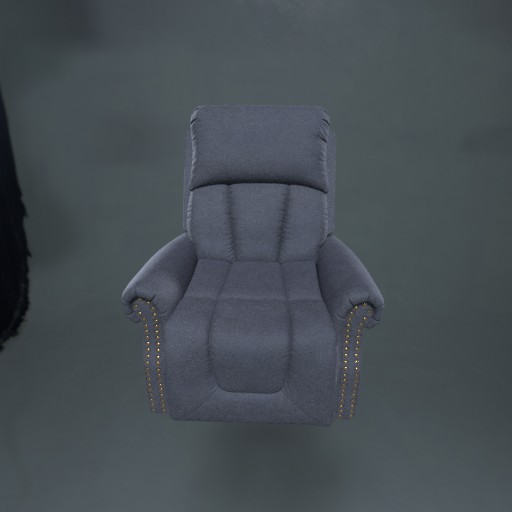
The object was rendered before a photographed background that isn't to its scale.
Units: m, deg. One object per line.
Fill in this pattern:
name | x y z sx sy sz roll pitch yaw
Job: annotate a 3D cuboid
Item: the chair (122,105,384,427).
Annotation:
chair | 0.000 0.000 1.782 0.871 1.031 0.979 1 28 2
